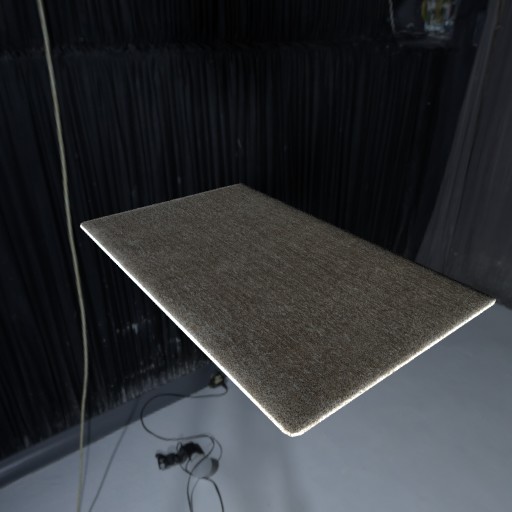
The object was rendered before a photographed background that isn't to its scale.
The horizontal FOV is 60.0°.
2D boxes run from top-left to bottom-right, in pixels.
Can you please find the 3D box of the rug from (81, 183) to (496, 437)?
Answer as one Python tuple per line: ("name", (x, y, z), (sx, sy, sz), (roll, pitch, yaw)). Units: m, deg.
("rug", (0.000, 0.000, 2.938), (1.539, 0.024, 2.469), (-20, 34, -32))
